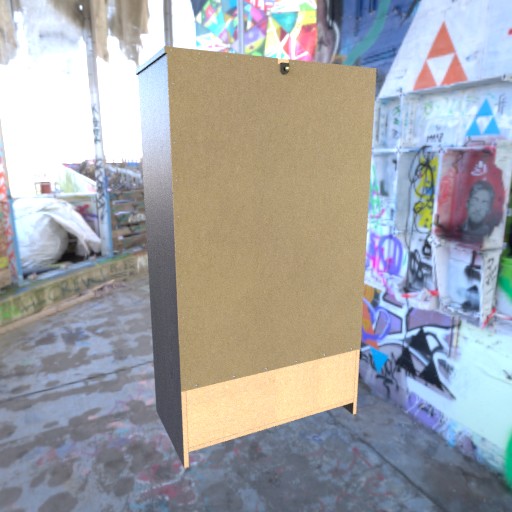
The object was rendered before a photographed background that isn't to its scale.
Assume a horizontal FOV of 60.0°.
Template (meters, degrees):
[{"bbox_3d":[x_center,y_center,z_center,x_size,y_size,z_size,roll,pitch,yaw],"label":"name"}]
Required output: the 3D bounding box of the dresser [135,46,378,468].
[{"bbox_3d":[0.000,0.000,1.588,0.704,1.254,0.418,-6,14,-26],"label":"dresser"}]
